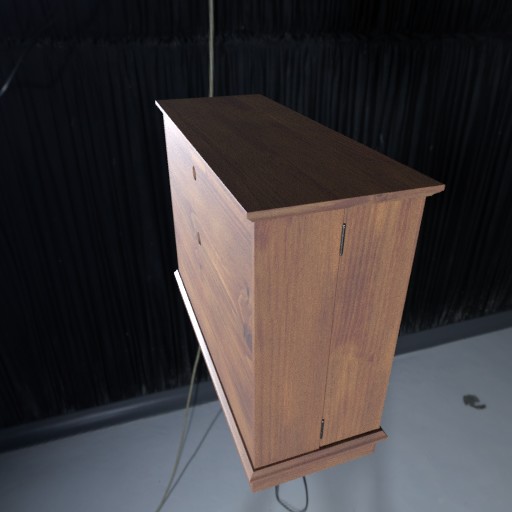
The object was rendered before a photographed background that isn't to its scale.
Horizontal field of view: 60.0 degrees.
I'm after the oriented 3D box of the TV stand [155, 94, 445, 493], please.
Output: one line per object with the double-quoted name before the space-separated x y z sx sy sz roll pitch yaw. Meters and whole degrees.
"TV stand" 0.000 0.000 1.441 0.406 0.813 1.067 -10 31 -17
